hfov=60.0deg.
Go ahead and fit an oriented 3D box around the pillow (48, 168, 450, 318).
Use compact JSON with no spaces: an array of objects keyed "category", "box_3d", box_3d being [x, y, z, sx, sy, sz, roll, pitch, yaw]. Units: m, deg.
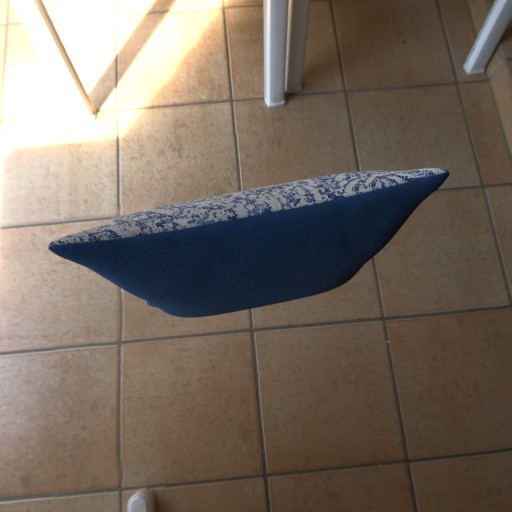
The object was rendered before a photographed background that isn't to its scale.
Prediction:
[{"category":"pillow","box_3d":[0.000,0.000,0.802,0.523,0.510,0.166,-11,75,-3]}]
